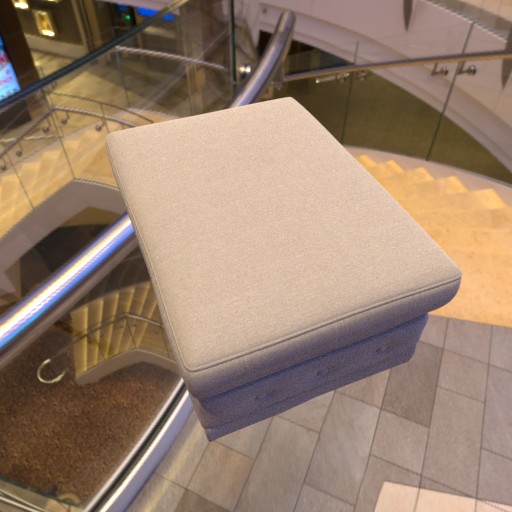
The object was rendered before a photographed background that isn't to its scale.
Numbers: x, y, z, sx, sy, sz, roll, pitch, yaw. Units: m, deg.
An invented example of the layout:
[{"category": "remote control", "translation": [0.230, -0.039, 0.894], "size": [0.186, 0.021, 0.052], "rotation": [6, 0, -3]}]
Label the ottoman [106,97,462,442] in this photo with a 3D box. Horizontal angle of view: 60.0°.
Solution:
[{"category": "ottoman", "translation": [0.000, 0.000, 1.155], "size": [0.569, 0.500, 0.771], "rotation": [-17, 49, -15]}]
